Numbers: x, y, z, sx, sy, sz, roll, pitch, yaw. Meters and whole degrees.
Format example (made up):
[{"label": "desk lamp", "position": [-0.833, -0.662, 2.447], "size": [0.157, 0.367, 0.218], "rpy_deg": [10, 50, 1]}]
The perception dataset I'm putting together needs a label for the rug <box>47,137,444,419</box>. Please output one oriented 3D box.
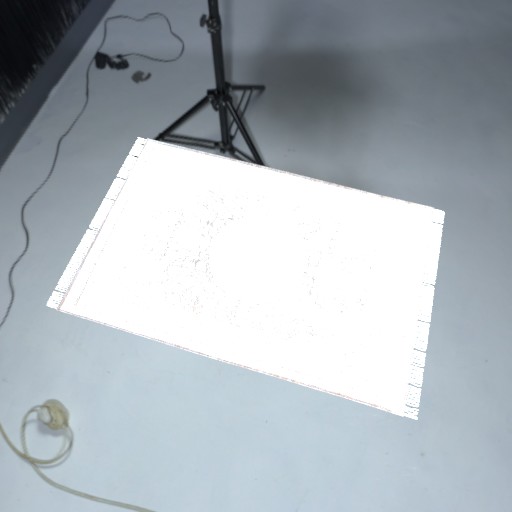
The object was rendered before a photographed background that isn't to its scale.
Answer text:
[{"label": "rug", "position": [0.000, 0.000, 3.091], "size": [2.440, 0.010, 1.528], "rpy_deg": [15, 64, 8]}]
